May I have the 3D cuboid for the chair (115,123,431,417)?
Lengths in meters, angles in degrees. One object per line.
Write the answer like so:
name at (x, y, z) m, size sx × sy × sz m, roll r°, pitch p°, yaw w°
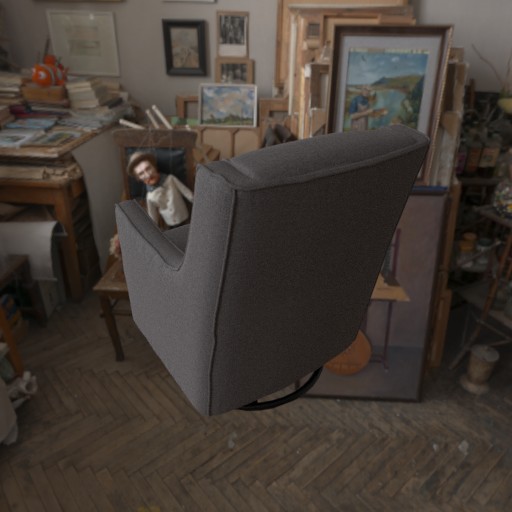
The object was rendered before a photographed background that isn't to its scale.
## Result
chair at (0.000, 0.000, 1.588) m, size 0.732 × 0.993 × 0.879 m, roll -19°, pitch 35°, yaw -29°
